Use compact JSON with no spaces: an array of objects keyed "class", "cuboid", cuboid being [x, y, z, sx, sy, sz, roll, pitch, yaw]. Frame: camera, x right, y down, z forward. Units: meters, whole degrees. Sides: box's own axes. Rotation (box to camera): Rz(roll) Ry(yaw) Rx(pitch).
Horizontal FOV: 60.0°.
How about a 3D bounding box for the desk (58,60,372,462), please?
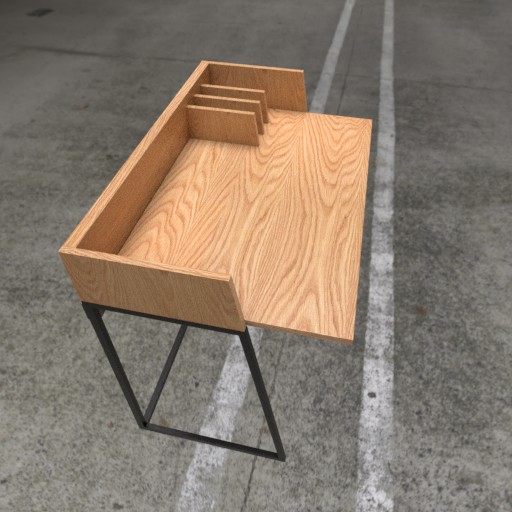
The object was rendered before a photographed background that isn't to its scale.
[{"class":"desk","cuboid":[0.000,0.000,1.836,0.769,1.061,1.191,9,47,9]}]
